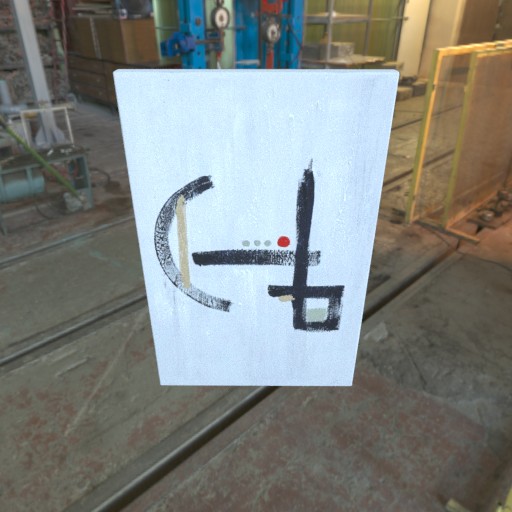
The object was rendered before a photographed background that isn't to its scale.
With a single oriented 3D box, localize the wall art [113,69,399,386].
[{"bbox_3d":[0.000,0.000,1.174,0.602,0.916,0.048,0,30,0],"label":"wall art"}]
